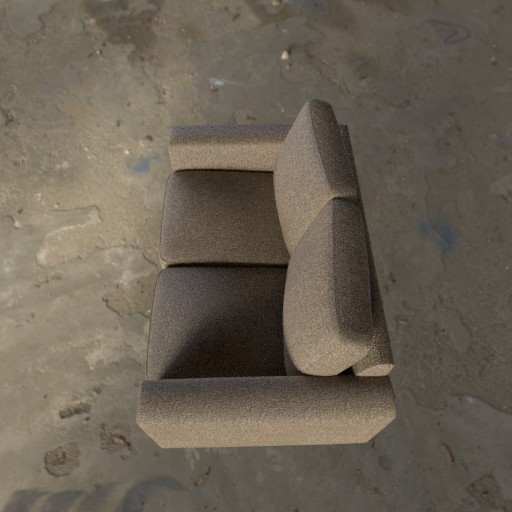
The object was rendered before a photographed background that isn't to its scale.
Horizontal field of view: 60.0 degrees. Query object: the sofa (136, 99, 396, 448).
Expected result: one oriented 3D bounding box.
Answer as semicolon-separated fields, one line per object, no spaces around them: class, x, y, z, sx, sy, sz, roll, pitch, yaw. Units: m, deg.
sofa;0.000;0.000;2.176;1.016;0.873;1.616;-1;58;-1
